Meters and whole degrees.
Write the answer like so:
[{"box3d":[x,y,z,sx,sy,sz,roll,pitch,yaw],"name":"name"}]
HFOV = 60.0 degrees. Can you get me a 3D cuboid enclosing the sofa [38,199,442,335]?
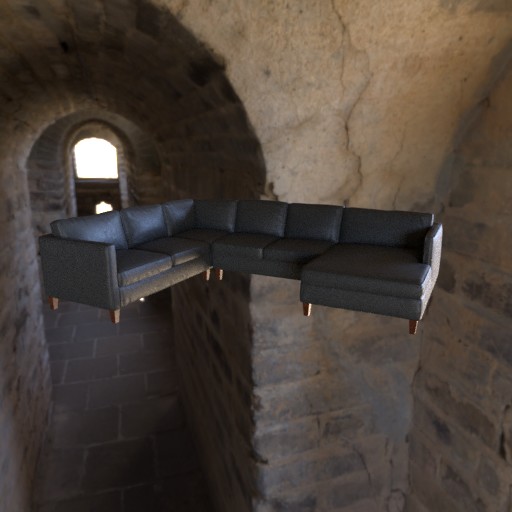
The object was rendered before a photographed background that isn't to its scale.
[{"box3d":[0.000,0.000,4.673,3.460,0.923,2.593,7,15,26],"name":"sofa"}]
